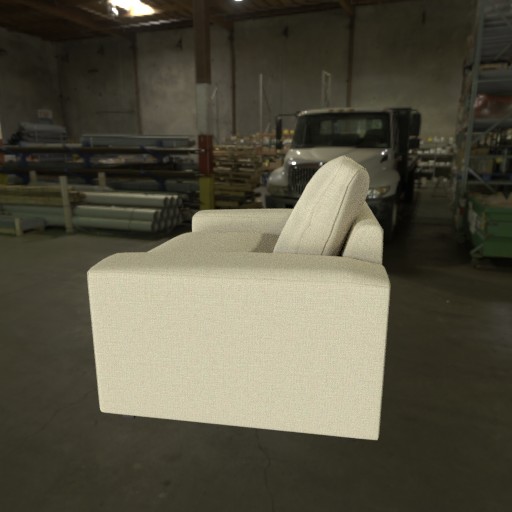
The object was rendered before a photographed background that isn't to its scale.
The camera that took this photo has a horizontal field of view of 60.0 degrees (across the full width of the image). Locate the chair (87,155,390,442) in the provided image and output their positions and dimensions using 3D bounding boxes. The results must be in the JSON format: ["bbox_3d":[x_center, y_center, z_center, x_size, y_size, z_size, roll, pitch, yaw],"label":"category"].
[{"bbox_3d":[0.000,0.000,2.079,1.039,0.915,1.398,2,14,9],"label":"chair"}]
